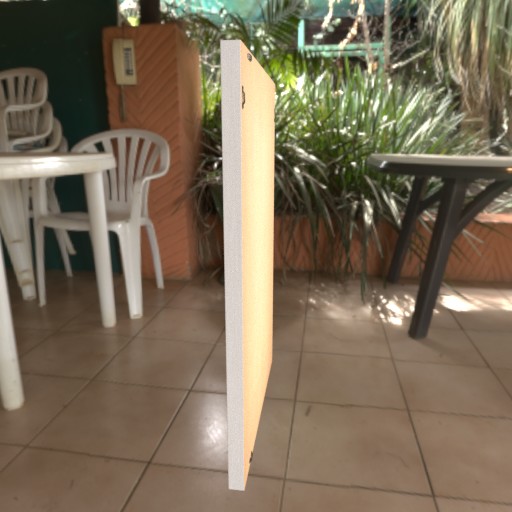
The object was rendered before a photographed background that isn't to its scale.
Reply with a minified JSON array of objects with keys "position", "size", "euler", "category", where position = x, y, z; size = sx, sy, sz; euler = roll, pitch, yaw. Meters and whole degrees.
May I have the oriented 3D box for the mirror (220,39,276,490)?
[{"position":[0.000,0.000,1.159],"size":[0.040,0.915,0.609],"euler":[2,15,8],"category":"mirror"}]
